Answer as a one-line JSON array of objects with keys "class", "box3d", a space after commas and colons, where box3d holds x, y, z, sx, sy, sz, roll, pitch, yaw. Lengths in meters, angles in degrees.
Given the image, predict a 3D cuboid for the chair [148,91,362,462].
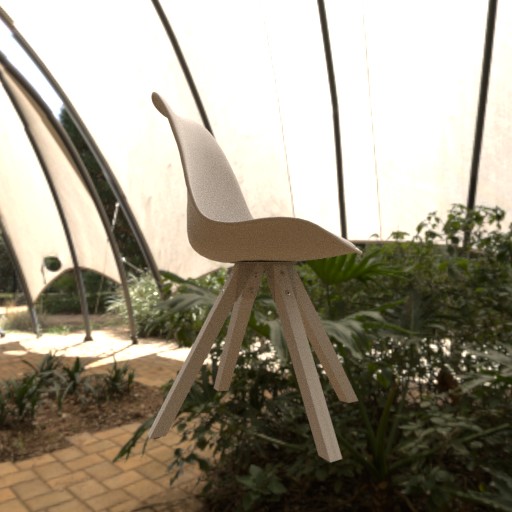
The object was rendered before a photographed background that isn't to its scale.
[{"class": "chair", "box3d": [0.000, 0.000, 1.179, 0.550, 0.850, 0.485, 0, -1, 17]}]
